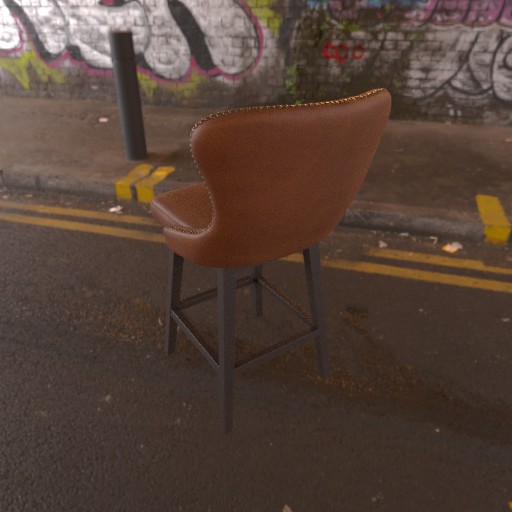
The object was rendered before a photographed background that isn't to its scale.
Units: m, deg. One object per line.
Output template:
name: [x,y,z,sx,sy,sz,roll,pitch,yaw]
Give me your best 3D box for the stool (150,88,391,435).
stool: [0.000,0.000,1.303,0.528,0.971,0.593,-19,35,-29]
